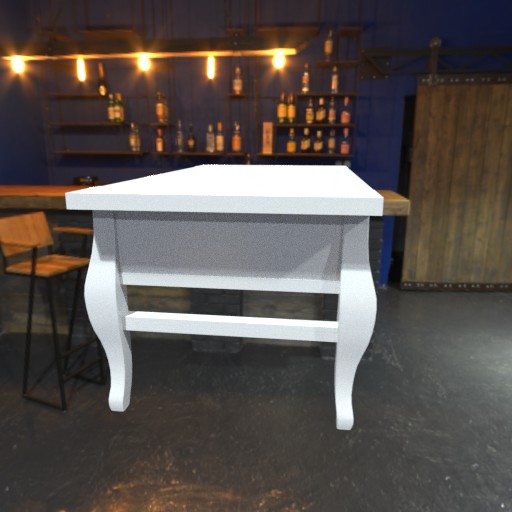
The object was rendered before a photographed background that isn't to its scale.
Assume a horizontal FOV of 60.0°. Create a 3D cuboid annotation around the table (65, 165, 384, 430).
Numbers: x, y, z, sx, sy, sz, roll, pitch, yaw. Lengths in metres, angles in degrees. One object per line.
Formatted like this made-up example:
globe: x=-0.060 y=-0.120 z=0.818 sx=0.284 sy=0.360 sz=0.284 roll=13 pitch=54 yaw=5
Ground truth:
table: x=0.000 y=0.000 z=1.366 sx=0.600 sy=0.495 sz=1.062 roll=2 pitch=15 yaw=7
